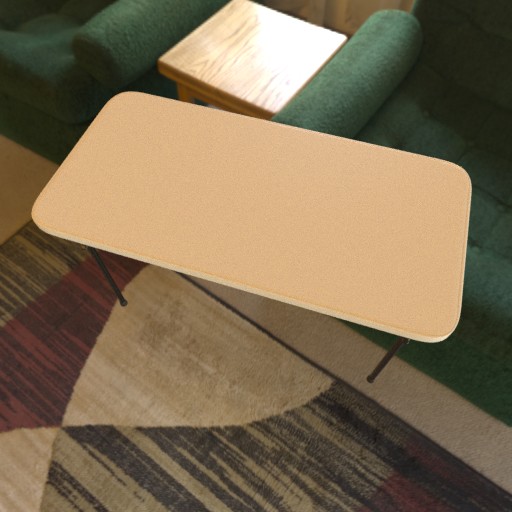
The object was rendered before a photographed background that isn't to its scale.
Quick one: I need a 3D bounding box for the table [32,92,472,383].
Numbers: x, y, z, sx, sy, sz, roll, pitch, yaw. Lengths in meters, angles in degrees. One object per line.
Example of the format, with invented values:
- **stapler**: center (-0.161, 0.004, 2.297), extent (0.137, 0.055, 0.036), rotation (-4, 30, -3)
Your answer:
- **table**: center (0.000, 0.000, 1.628), extent (1.219, 0.729, 0.610), rotation (15, 60, 9)
